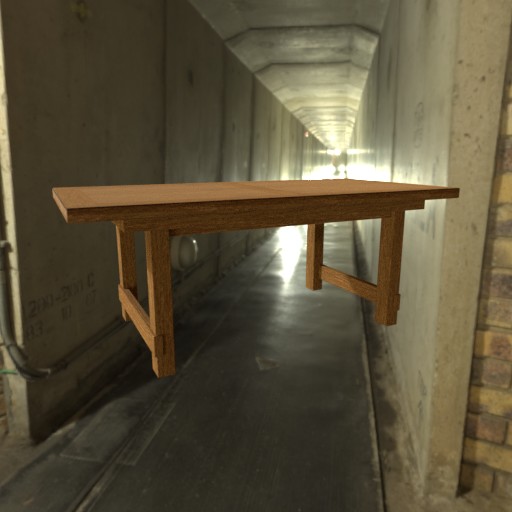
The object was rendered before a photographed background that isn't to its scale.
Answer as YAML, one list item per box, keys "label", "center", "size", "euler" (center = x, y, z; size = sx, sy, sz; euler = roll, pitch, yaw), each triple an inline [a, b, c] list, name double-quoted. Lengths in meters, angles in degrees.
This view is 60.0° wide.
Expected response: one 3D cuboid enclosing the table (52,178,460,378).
- label: "table"
  center: [0.000, 0.000, 2.497]
  size: [1.982, 0.762, 1.000]
  euler: [-7, 15, -26]
